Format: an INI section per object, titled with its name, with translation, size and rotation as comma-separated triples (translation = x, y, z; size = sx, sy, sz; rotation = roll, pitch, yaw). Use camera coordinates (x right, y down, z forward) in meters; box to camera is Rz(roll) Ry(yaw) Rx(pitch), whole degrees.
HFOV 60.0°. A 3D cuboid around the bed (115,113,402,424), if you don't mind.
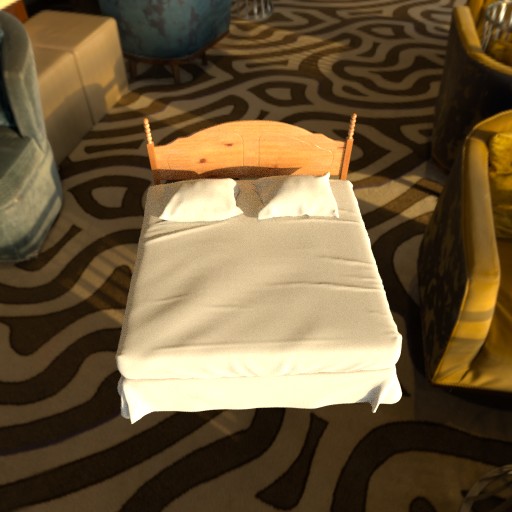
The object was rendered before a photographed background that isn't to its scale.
[bed]
translation = 0.000, 0.000, 3.701
size = 2.322, 1.355, 2.219
rotation = -2, 47, -2
